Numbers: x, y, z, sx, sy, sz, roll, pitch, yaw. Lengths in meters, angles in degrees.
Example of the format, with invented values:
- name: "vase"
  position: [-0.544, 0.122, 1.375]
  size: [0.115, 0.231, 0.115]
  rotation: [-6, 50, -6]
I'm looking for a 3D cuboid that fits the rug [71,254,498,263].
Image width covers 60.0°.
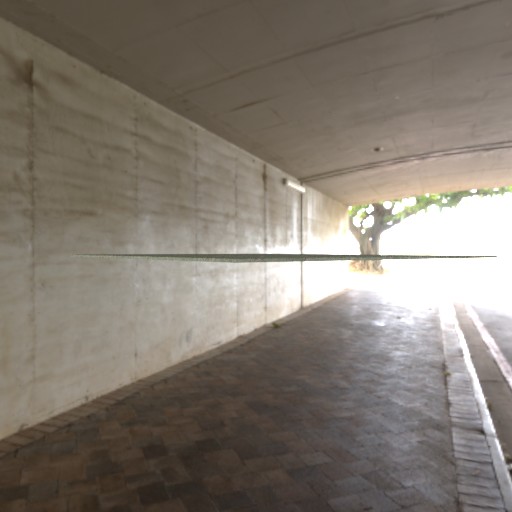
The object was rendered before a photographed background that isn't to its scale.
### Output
- name: "rug"
  position: [0.000, 0.000, 3.952]
  size: [2.420, 0.019, 3.039]
  rotation: [0, 1, -36]
